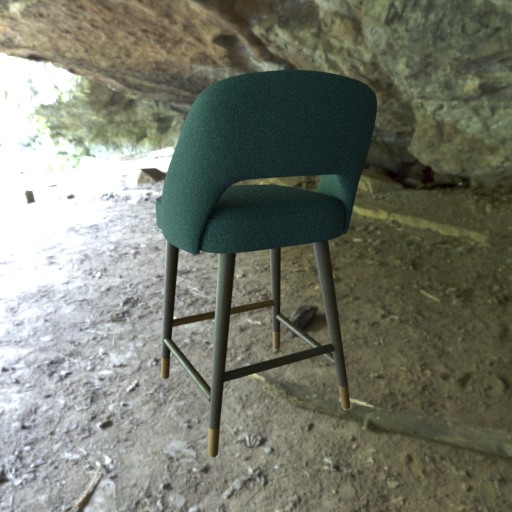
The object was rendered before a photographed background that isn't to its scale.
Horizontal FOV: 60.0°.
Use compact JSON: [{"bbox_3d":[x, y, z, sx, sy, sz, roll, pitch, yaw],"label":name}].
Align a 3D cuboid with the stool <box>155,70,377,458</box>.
[{"bbox_3d":[0.000,0.000,1.268,0.536,0.939,0.522,-8,18,-26],"label":"stool"}]
